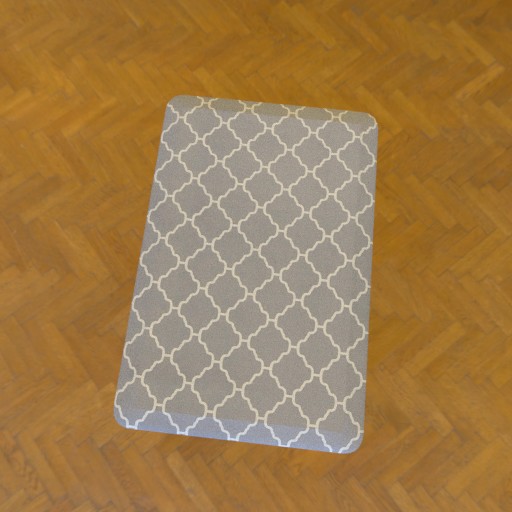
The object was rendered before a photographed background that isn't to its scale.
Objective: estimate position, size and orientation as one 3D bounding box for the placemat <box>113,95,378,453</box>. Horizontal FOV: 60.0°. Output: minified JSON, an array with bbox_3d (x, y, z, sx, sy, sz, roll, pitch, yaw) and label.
[{"bbox_3d":[0.000,0.000,0.969,0.508,0.021,0.762,6,76,1],"label":"placemat"}]
